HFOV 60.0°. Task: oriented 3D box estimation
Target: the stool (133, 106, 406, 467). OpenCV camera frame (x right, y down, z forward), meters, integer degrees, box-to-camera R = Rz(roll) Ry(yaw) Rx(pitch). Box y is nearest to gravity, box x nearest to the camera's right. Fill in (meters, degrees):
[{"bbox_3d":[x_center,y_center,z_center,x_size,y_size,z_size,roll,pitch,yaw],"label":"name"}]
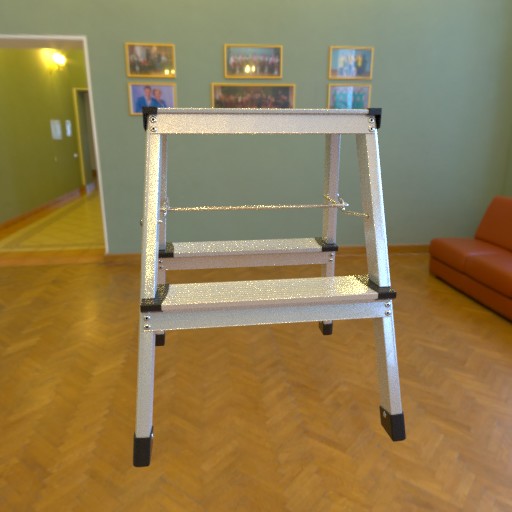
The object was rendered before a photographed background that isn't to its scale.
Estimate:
[{"bbox_3d":[0.000,0.000,0.766,0.404,0.480,0.405,-2,16,-8],"label":"stool"}]
